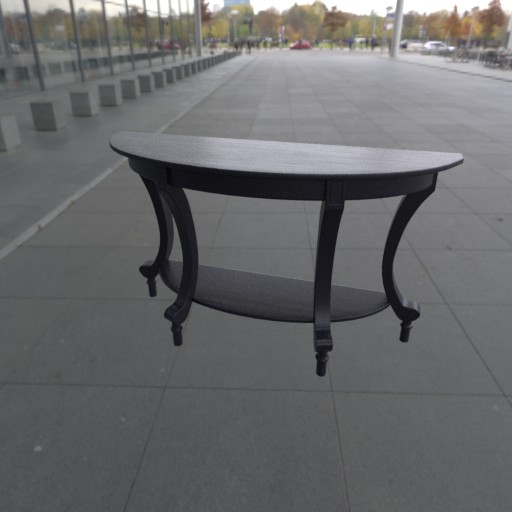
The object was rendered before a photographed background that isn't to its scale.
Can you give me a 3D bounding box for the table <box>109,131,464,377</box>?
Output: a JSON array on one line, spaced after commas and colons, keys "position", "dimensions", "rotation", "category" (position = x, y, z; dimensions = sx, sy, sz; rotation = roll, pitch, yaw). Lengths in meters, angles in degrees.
[{"position": [0.000, 0.000, 1.502], "dimensions": [1.198, 0.692, 0.394], "rotation": [8, 27, 16], "category": "table"}]
